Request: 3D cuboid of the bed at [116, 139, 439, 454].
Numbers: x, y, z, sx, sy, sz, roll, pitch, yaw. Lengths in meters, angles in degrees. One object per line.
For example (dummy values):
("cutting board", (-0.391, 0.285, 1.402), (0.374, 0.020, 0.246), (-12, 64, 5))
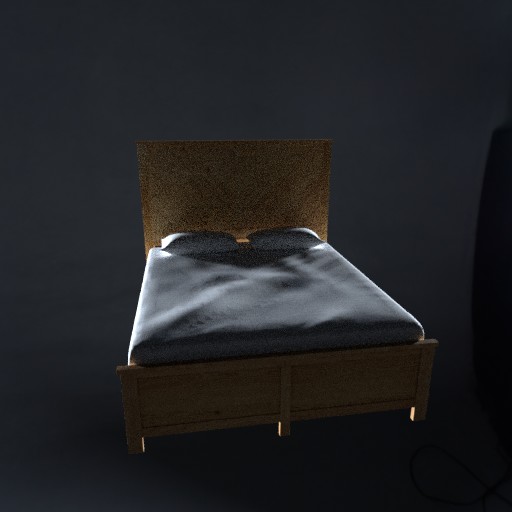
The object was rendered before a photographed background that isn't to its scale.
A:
("bed", (0.000, 0.000, 3.555), (1.936, 1.686, 2.201), (-3, 18, -9))
